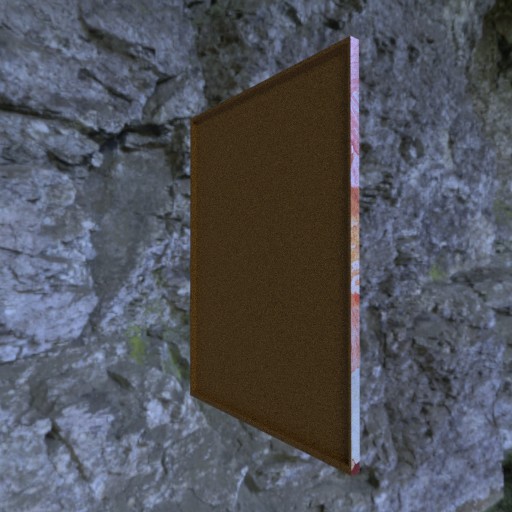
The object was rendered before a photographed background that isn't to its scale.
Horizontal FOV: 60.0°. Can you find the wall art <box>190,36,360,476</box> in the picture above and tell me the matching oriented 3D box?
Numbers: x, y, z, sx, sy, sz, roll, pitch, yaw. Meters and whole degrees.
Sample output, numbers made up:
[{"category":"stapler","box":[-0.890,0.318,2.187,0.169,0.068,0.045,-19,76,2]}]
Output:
[{"category":"wall art","box":[0.000,0.000,1.332,0.031,1.015,0.762,0,-1,-37]}]
